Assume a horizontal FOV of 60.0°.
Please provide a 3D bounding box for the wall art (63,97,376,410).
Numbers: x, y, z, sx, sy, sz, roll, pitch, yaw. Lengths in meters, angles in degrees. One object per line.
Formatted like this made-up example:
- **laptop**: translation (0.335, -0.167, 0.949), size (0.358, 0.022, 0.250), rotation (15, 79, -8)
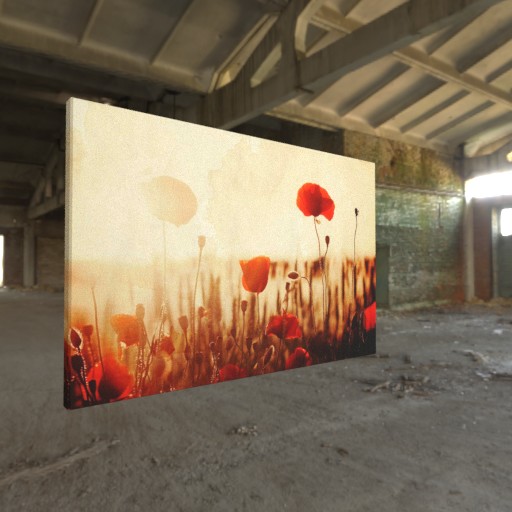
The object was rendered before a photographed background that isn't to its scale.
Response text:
- **wall art**: translation (0.000, 0.000, 1.136), size (0.918, 0.602, 0.038), rotation (1, -2, -37)
